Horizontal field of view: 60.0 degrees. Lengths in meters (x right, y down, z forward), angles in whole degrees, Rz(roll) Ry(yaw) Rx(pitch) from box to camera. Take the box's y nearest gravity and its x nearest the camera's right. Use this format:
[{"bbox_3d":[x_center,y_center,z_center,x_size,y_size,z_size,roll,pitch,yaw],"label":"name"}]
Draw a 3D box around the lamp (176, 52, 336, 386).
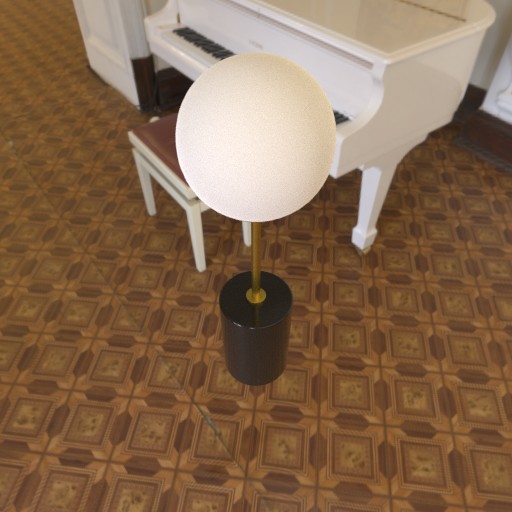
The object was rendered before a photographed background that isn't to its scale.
[{"bbox_3d":[0.000,0.000,0.547,0.153,0.480,0.153,0,47,0],"label":"lamp"}]
